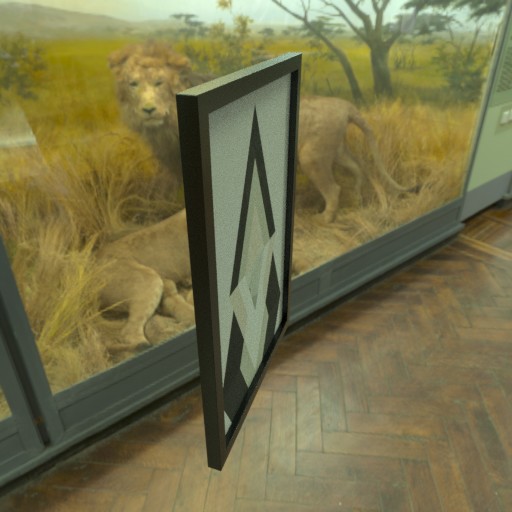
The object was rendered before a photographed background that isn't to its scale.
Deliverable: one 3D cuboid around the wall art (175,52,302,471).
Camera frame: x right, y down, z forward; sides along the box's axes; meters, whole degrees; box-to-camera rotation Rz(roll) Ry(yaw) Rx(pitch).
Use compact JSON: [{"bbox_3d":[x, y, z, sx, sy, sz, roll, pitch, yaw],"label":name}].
[{"bbox_3d":[0.000,0.000,0.577,0.019,0.455,0.314,10,32,17],"label":"wall art"}]
